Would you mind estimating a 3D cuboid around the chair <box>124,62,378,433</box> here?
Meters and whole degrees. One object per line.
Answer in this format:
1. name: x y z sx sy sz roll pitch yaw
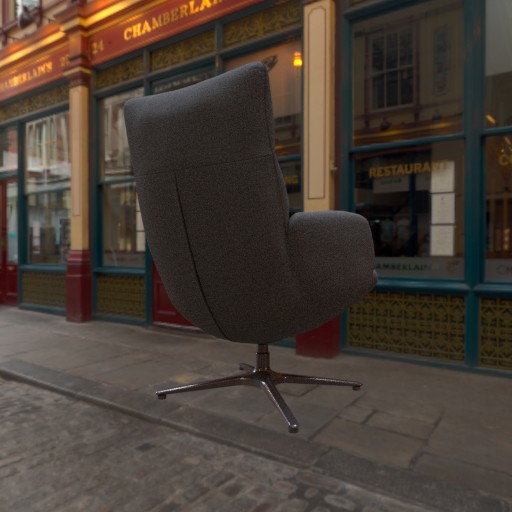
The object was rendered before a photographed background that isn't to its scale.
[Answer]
1. chair: 0.000 0.000 1.552 0.702 0.984 0.831 0 0 34
